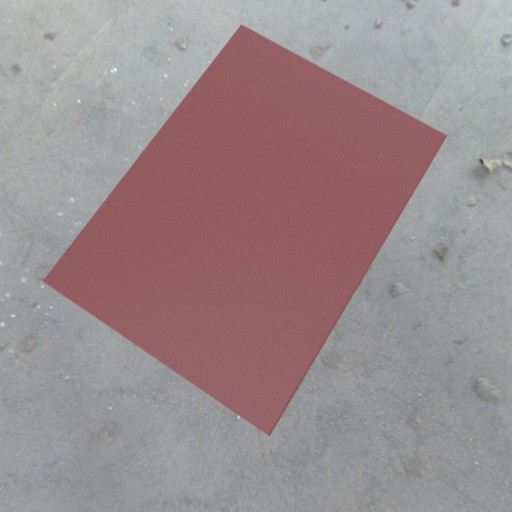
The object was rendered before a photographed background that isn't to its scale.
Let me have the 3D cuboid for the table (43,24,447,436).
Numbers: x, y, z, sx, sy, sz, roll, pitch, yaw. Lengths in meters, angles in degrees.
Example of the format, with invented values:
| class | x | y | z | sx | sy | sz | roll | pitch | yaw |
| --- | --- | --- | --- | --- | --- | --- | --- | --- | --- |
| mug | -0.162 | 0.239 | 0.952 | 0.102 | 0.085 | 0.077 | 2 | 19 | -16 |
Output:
| class | x | y | z | sx | sy | sz | roll | pitch | yaw |
| --- | --- | --- | --- | --- | --- | --- | --- | --- | --- |
| table | 0.000 | 0.000 | 1.092 | 0.451 | 0.686 | 0.599 | 32 | 78 | 8 |
